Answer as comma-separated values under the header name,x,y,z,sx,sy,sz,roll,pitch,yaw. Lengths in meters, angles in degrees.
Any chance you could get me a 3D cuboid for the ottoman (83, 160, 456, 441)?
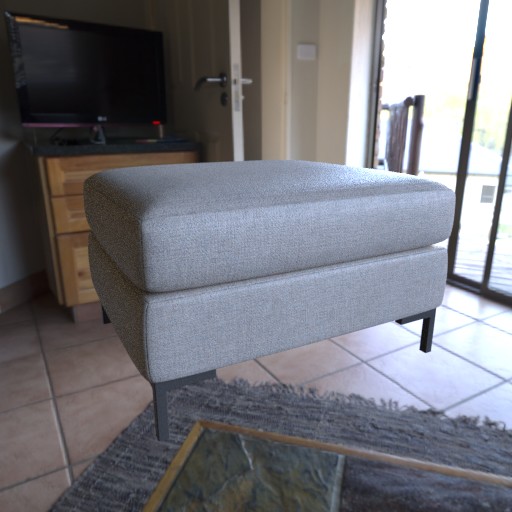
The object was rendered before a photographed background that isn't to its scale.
name,x,y,z,sx,sy,sz,roll,pitch,yaw
ottoman,0.000,0.000,1.233,0.820,0.490,0.671,-9,19,-27
